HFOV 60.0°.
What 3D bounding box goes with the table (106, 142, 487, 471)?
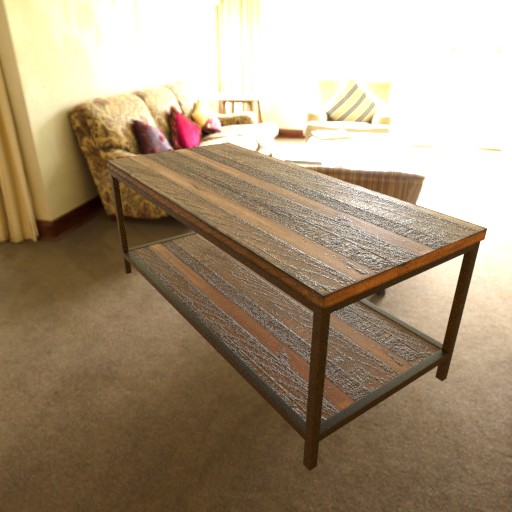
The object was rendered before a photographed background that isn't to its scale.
[{"bbox_3d":[0.000,0.000,1.234,0.452,0.399,0.990,-18,31,-31],"label":"table"}]
